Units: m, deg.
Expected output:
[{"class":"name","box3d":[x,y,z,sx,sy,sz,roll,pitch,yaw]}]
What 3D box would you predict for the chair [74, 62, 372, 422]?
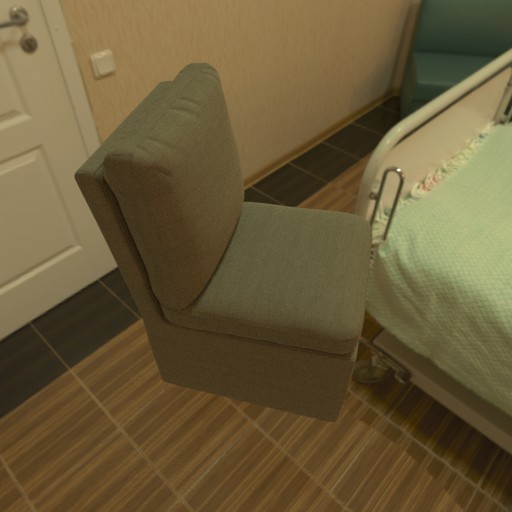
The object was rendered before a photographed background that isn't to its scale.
[{"class":"chair","box3d":[0.000,0.000,1.321,0.698,0.927,0.503,10,46,10]}]
